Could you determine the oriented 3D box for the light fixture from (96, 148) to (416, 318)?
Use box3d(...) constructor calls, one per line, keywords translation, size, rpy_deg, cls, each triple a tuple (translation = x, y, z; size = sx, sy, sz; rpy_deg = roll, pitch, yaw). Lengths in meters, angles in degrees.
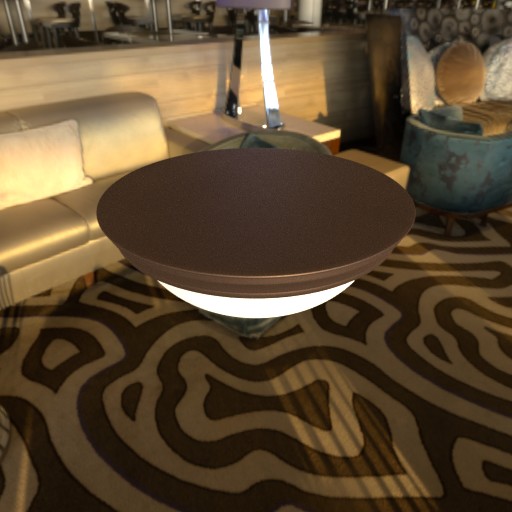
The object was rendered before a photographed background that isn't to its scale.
box3d(translation=(0.000, 0.000, 0.440), size=(0.280, 0.135, 0.280), rpy_deg=(0, 30, 0), cls="light fixture")
